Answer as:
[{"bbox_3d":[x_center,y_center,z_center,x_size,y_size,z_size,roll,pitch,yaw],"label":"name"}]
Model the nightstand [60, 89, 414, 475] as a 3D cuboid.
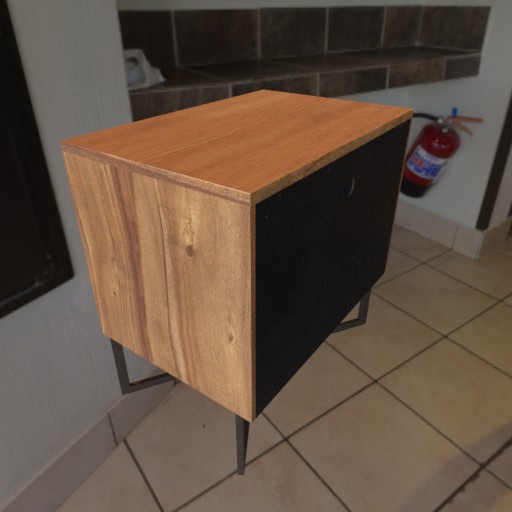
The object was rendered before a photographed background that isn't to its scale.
[{"bbox_3d":[0.000,0.000,1.035,0.427,0.615,0.613,20,36,30],"label":"nightstand"}]
